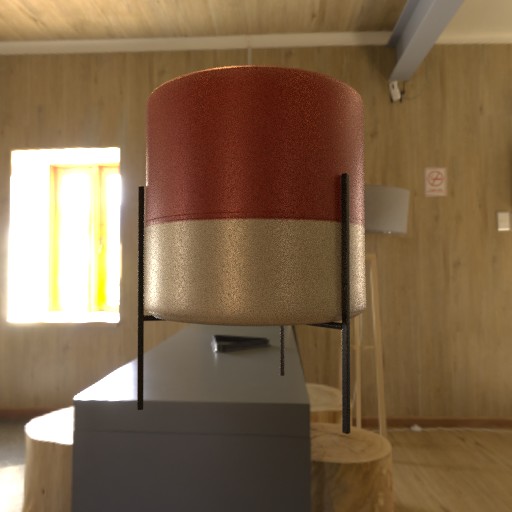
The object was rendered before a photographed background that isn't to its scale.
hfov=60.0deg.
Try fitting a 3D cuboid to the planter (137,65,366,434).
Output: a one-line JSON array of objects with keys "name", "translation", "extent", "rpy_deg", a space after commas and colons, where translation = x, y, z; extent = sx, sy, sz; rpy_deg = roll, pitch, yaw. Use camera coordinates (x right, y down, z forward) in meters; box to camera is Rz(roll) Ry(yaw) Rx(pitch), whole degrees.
[{"name": "planter", "translation": [0.000, 0.000, 0.715], "extent": [0.345, 0.465, 0.354], "rpy_deg": [0, -1, 18]}]
